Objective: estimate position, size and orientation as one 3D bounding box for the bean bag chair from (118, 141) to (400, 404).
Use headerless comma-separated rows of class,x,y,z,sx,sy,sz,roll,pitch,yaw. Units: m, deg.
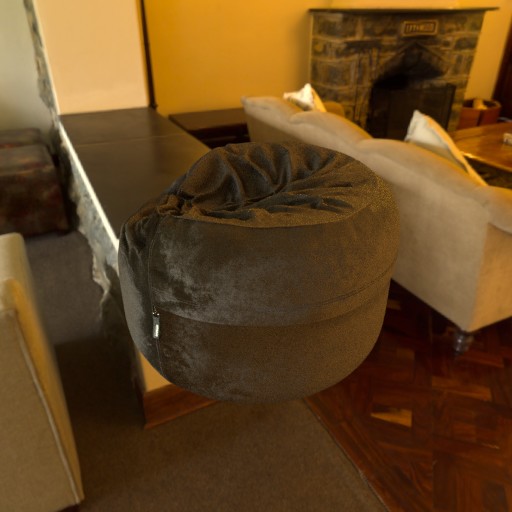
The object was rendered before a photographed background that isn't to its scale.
bean bag chair,0.000,0.000,1.522,0.918,0.605,0.918,0,30,0
